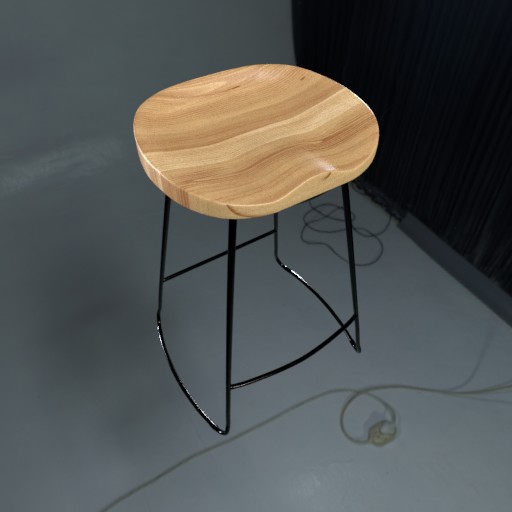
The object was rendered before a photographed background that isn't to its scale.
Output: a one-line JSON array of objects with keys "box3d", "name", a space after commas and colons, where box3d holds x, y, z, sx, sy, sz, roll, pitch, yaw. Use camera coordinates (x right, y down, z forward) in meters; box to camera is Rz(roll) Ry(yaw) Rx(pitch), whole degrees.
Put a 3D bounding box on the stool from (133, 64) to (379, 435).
[{"box3d": [0.000, 0.000, 0.975, 0.480, 0.679, 0.401, -25, 52, -21], "name": "stool"}]
